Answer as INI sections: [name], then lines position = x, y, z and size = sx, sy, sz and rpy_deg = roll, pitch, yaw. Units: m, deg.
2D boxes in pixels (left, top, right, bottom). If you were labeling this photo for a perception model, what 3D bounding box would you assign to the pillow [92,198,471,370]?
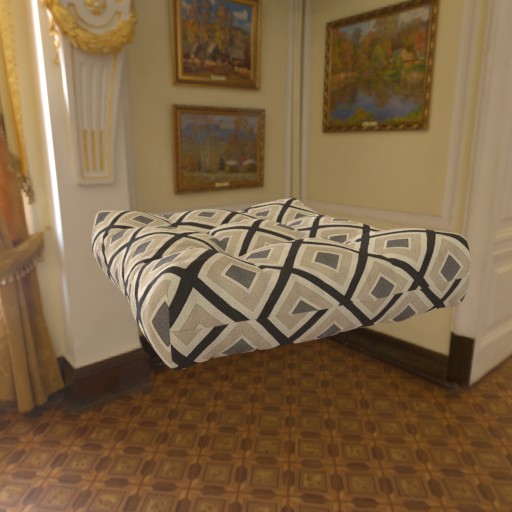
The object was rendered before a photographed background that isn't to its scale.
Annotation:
[pillow]
position = 0.000, 0.000, 0.737
size = 0.468, 0.128, 0.490
rpy_deg = -7, 16, -26
